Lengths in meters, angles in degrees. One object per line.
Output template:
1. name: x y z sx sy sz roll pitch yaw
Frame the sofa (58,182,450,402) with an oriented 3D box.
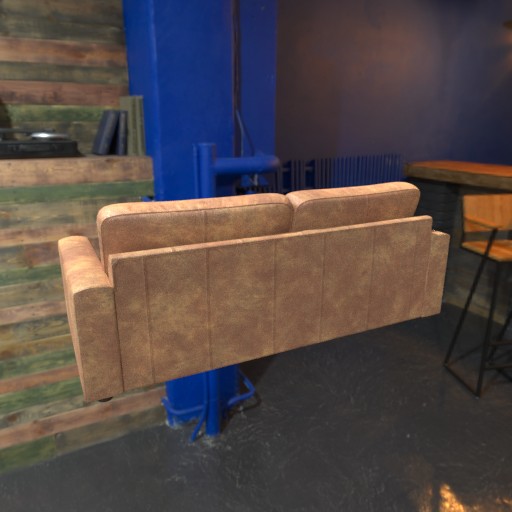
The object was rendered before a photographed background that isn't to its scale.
1. sofa: 0.000 0.000 2.732 2.179 0.873 1.016 -8 19 -25
